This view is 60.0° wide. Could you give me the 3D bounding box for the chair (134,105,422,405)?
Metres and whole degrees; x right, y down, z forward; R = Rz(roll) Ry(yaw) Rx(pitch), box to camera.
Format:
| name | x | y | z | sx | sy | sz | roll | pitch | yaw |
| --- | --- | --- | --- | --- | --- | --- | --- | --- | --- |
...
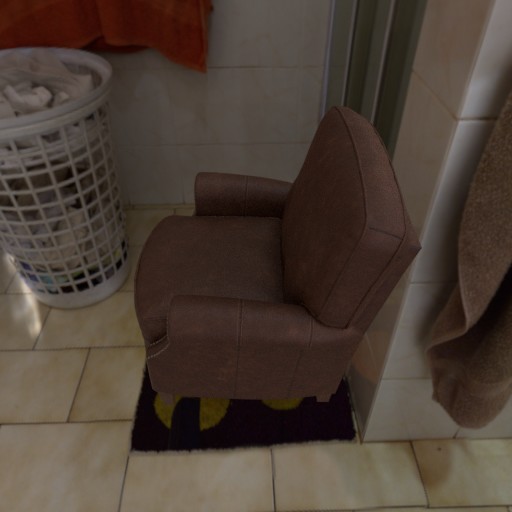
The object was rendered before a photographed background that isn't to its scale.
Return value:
| name | x | y | z | sx | sy | sz | roll | pitch | yaw |
| --- | --- | --- | --- | --- | --- | --- | --- | --- | --- |
| chair | 0.000 | 0.000 | 1.783 | 0.986 | 1.018 | 0.936 | 0 | 42 | 0 |
